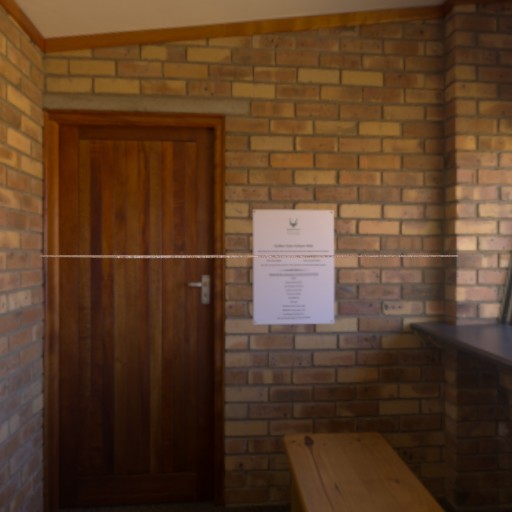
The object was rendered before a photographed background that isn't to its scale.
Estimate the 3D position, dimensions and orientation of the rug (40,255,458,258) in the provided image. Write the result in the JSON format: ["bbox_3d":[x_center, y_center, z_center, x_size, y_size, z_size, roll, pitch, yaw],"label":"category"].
[{"bbox_3d":[0.000,0.000,3.011,2.446,0.009,1.529,0,0,-36],"label":"rug"}]
